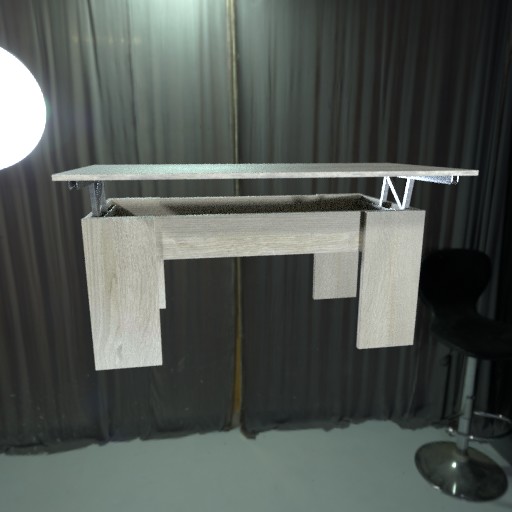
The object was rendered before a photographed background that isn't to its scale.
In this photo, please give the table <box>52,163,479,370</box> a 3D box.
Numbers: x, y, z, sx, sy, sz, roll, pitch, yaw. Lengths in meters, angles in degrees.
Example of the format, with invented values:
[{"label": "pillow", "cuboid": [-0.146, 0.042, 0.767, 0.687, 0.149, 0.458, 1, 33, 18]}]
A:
[{"label": "table", "cuboid": [0.000, 0.000, 1.426, 1.000, 0.570, 0.711, -2, 14, -10]}]
